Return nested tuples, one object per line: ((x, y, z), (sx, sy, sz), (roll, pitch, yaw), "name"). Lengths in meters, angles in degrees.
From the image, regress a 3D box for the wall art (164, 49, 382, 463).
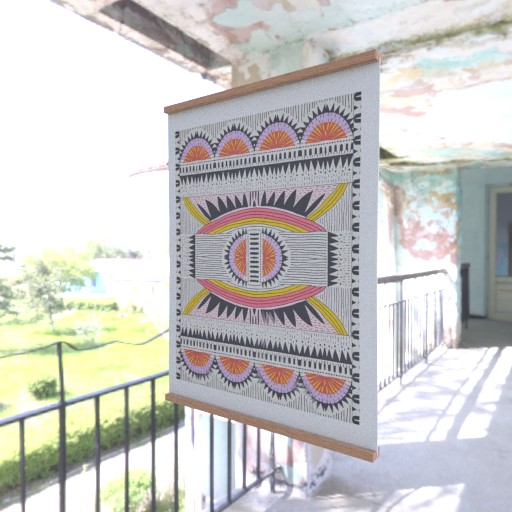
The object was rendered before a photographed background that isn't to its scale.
((0.000, 0.000, 0.798), (0.456, 0.609, 0.028), (1, 2, 36), "wall art")
